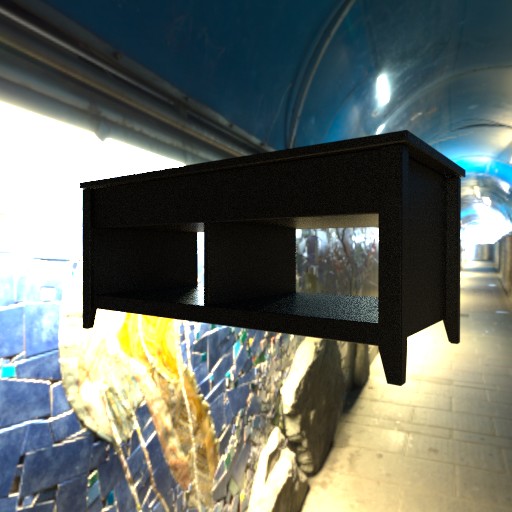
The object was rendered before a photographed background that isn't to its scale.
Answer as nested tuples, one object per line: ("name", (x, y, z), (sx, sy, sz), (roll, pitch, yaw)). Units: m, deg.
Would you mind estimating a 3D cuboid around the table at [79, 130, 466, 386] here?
("table", (0.000, 0.000, 1.277), (1.016, 0.457, 0.483), (1, 1, 36))
